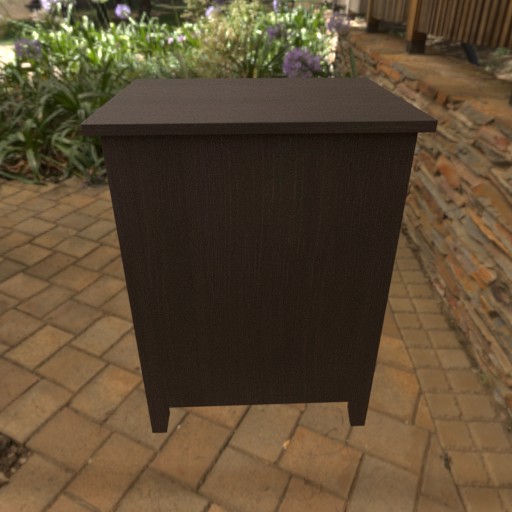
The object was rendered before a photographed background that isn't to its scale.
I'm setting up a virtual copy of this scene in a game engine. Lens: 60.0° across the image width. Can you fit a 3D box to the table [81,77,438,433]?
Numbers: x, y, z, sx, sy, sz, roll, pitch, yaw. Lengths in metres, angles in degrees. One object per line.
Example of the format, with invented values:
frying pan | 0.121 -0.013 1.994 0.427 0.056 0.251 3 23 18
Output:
table | 0.000 0.000 0.917 0.480 0.635 0.381 -1 30 -2
